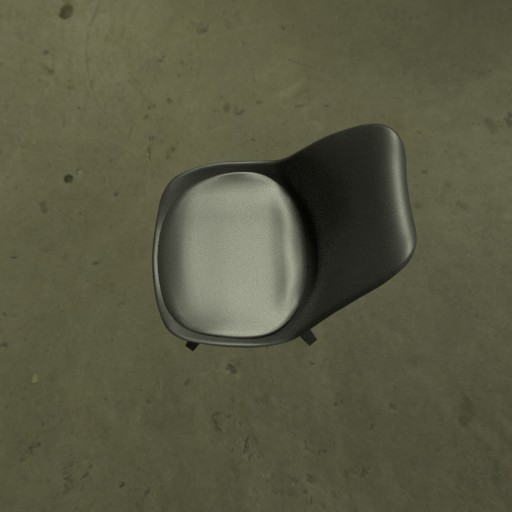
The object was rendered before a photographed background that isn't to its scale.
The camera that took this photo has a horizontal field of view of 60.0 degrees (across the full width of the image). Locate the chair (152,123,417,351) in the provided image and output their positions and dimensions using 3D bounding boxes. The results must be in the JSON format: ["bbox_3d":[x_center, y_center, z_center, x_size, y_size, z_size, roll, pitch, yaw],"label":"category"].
[{"bbox_3d":[0.000,0.000,1.185,0.550,0.850,0.485,-2,76,-1],"label":"chair"}]
